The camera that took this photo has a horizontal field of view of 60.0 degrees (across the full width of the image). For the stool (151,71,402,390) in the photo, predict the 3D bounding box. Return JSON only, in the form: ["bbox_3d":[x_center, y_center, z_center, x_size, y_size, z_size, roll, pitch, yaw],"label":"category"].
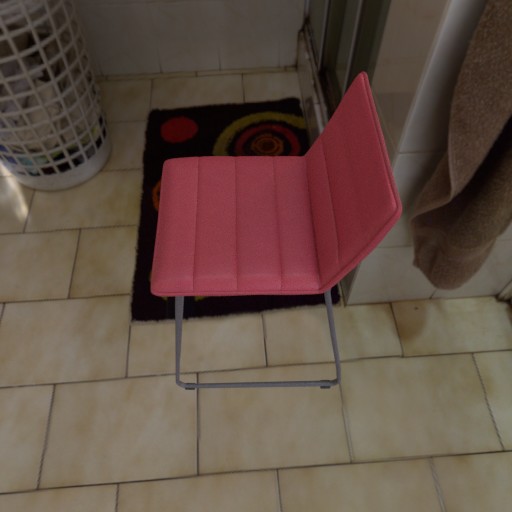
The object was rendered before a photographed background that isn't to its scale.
[{"bbox_3d":[0.000,0.000,1.195,0.524,0.866,0.489,-2,58,-1],"label":"stool"}]
